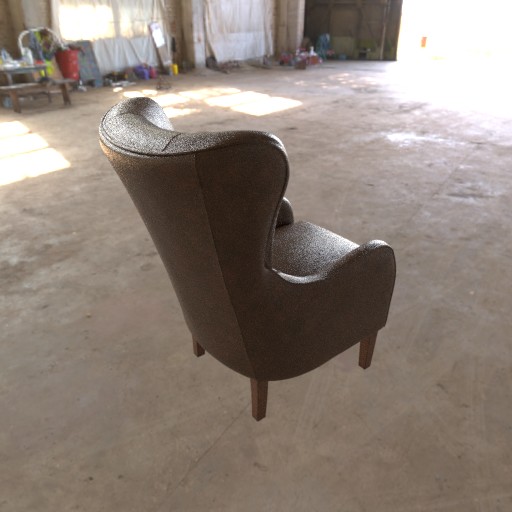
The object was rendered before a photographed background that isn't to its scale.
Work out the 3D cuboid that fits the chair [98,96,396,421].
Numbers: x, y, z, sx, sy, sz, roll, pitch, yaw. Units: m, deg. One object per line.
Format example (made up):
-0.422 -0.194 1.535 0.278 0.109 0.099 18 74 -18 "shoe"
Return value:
0.000 0.000 1.576 0.914 1.048 0.692 -19 34 -32 "chair"
